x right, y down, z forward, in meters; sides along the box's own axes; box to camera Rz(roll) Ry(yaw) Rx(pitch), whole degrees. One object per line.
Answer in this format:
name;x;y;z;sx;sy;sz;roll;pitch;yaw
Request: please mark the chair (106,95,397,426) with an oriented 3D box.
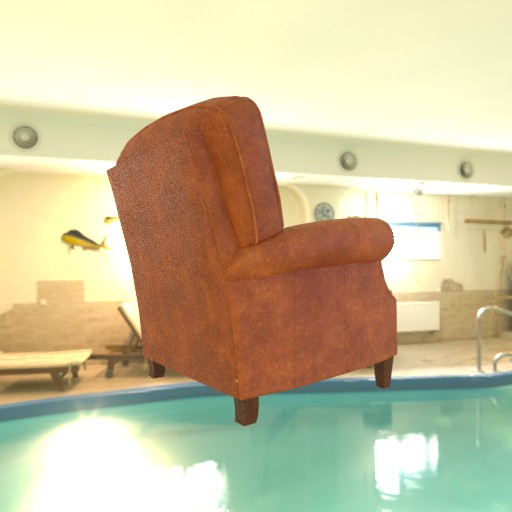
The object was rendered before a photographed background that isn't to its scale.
chair;0.000;0.000;1.785;0.986;1.018;0.936;0;0;-37
